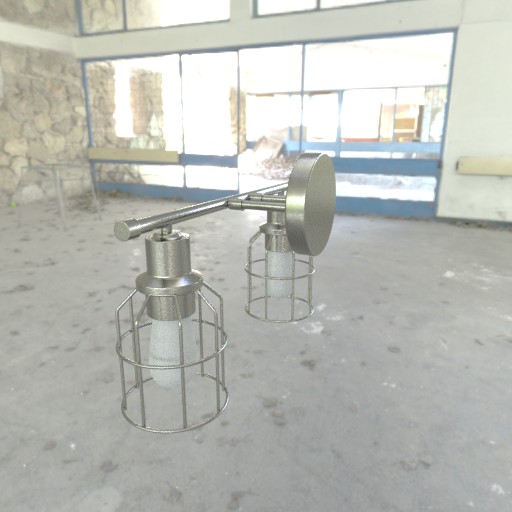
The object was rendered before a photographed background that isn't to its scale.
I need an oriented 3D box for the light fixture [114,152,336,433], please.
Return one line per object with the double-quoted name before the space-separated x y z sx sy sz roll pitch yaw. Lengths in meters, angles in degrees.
"light fixture" 0.000 0.000 0.552 0.165 0.254 0.406 7 17 25
